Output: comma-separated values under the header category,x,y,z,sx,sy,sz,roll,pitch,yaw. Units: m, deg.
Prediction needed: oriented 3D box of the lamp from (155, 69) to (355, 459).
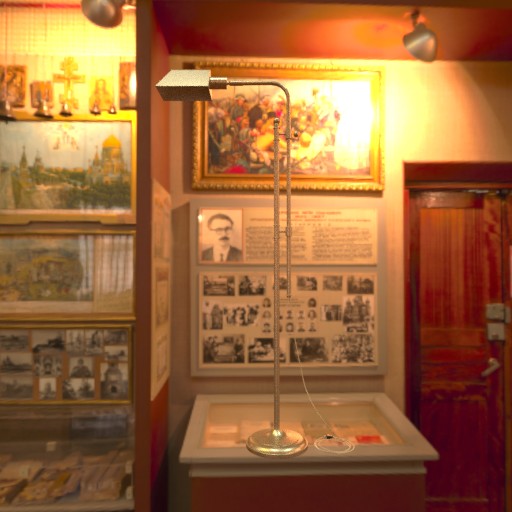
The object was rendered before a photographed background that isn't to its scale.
category,x,y,z,sx,sy,sz,roll,pitch,yaw
lamp,0.000,0.000,1.854,0.813,1.571,0.256,0,-1,0
